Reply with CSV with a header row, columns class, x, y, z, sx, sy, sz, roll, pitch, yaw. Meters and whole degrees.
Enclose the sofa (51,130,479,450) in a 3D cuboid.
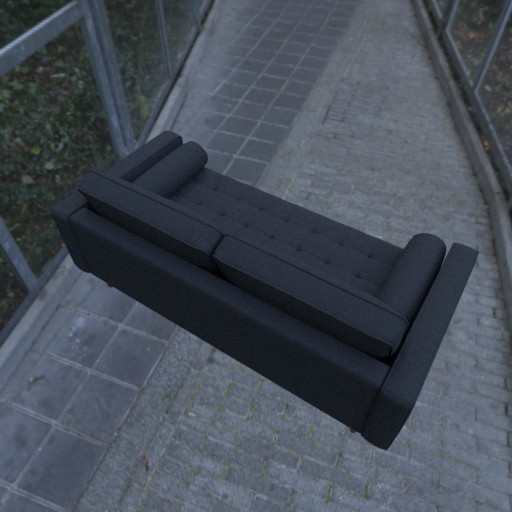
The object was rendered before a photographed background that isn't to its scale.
class,x,y,z,sx,sy,sz,roll,pitch,yaw
sofa,0.000,0.000,2.246,1.875,0.759,0.914,26,52,22
